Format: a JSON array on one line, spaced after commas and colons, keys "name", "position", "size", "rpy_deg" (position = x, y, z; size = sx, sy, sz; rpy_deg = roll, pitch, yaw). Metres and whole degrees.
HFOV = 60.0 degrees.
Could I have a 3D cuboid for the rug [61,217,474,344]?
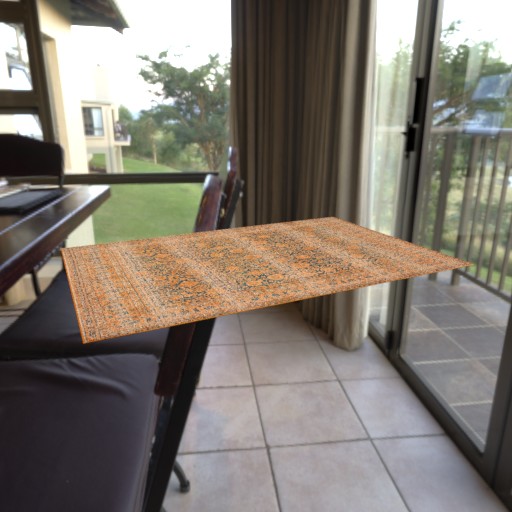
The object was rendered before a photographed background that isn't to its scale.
[{"name": "rug", "position": [0.000, 0.000, 2.977], "size": [2.336, 0.007, 1.525], "rpy_deg": [-8, 20, -25]}]
